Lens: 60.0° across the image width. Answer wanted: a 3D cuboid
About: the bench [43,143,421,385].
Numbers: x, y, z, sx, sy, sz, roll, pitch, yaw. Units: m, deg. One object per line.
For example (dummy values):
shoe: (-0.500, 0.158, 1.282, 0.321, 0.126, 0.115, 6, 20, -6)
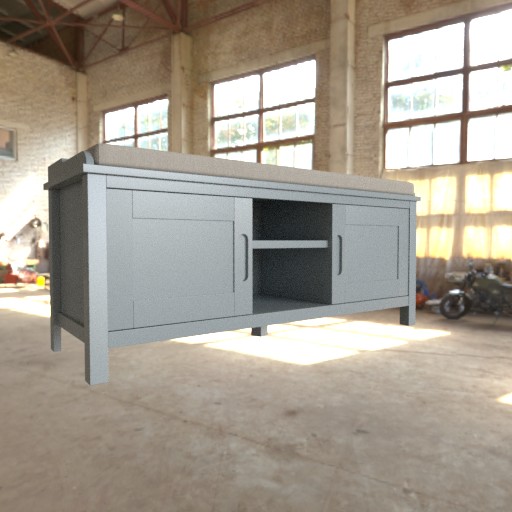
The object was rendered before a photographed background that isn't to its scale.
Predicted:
bench: (0.000, 0.000, 1.386, 1.140, 0.501, 0.398, -1, 3, -36)
